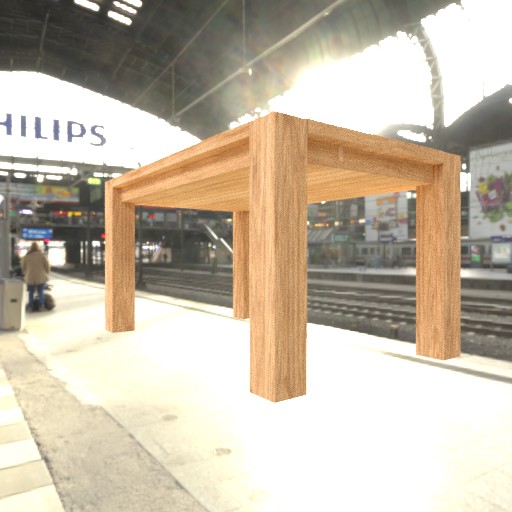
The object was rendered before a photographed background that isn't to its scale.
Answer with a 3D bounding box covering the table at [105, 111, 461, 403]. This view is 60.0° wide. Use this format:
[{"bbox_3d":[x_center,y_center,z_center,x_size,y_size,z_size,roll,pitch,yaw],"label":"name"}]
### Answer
[{"bbox_3d":[0.000,0.000,1.977,0.900,0.760,1.400,0,0,-36],"label":"table"}]
